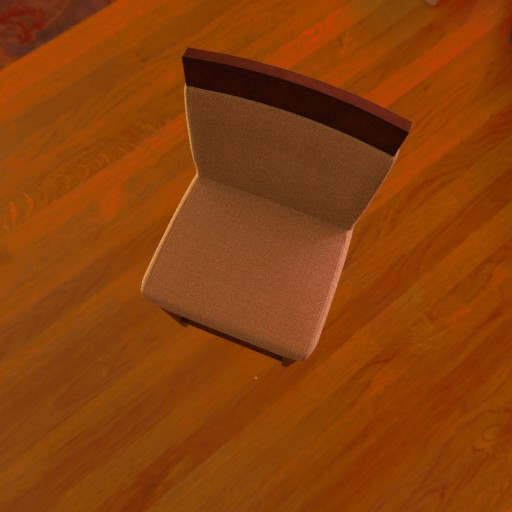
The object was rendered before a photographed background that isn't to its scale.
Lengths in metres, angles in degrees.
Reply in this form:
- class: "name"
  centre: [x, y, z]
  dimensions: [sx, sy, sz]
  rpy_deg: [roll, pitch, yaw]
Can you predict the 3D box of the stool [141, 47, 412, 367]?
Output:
- class: "stool"
  centre: [0.000, 0.000, 1.262]
  dimensions: [0.463, 1.011, 0.480]
  rpy_deg: [21, 76, 6]
